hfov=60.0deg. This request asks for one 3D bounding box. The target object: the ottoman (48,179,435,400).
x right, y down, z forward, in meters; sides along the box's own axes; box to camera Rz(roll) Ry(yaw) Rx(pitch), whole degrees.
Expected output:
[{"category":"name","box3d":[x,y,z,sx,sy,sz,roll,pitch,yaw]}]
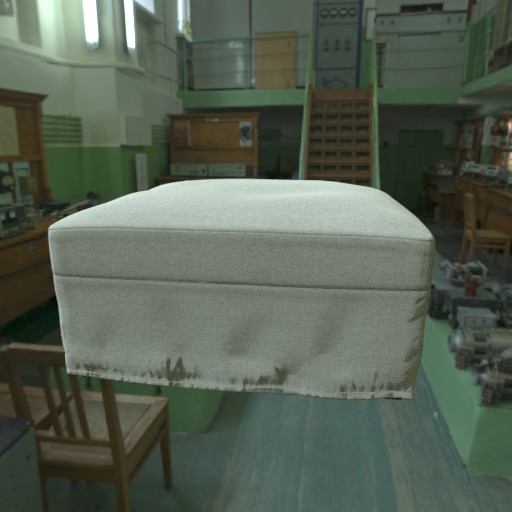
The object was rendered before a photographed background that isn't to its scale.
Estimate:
[{"category":"ottoman","box3d":[0.000,0.000,1.340,0.840,0.436,0.843,2,15,7]}]
